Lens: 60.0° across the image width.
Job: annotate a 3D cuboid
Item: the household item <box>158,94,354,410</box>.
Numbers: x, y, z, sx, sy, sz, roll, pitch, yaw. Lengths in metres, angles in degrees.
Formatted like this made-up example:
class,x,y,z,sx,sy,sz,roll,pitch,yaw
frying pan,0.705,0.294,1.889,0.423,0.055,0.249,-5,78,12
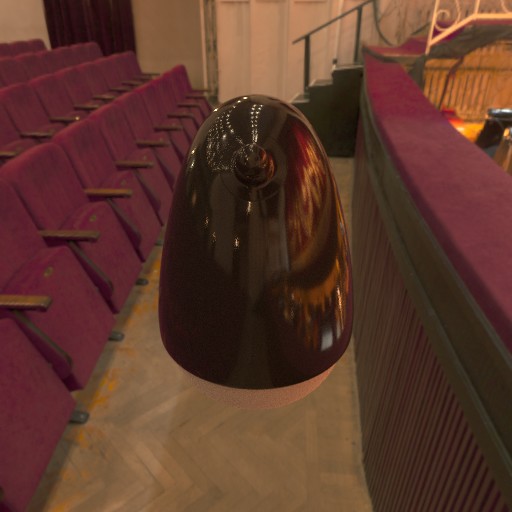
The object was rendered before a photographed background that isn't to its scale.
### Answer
class,x,y,z,sx,sy,sz,roll,pitch,yaw
household item,0.000,0.000,0.219,0.102,0.152,0.104,1,29,2
